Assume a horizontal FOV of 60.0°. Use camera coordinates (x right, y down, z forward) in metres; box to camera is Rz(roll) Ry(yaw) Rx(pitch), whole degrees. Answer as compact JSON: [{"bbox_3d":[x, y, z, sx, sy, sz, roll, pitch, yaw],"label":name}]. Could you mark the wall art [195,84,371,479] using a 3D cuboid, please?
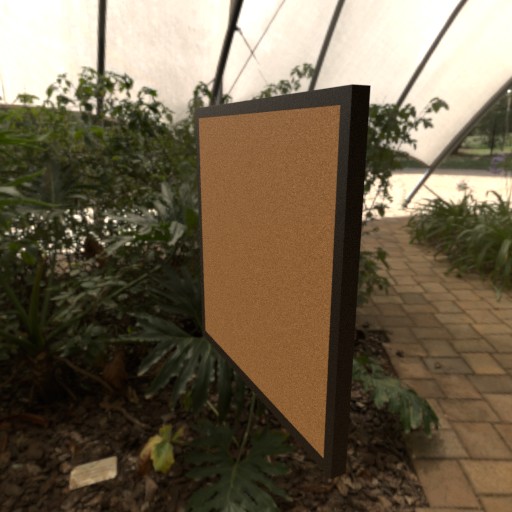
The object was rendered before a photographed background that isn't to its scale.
[{"bbox_3d":[0.000,0.000,1.147,0.038,0.762,0.762,-8,17,-26],"label":"wall art"}]
